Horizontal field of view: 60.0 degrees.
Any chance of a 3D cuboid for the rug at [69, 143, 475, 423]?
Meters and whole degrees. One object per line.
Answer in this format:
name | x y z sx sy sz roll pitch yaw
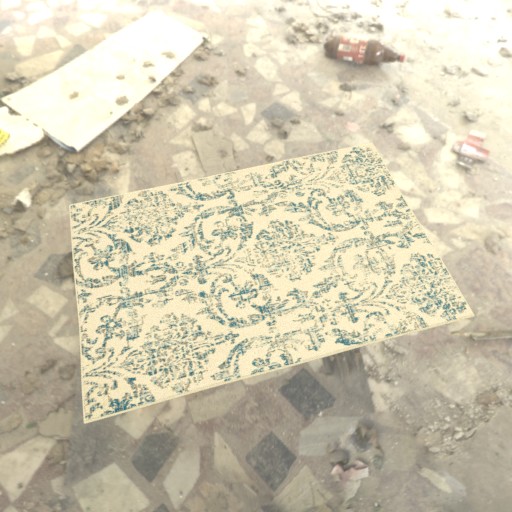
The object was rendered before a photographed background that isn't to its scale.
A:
rug | 0.000 0.000 2.296 1.831 0.012 1.213 -13 59 -8
